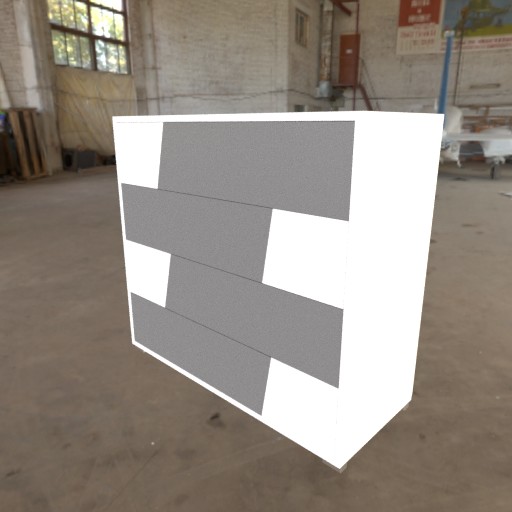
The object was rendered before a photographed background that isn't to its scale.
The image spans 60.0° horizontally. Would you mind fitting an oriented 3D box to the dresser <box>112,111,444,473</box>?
[{"bbox_3d":[0.000,0.000,1.654,1.100,1.000,0.460,15,22,41],"label":"dresser"}]
